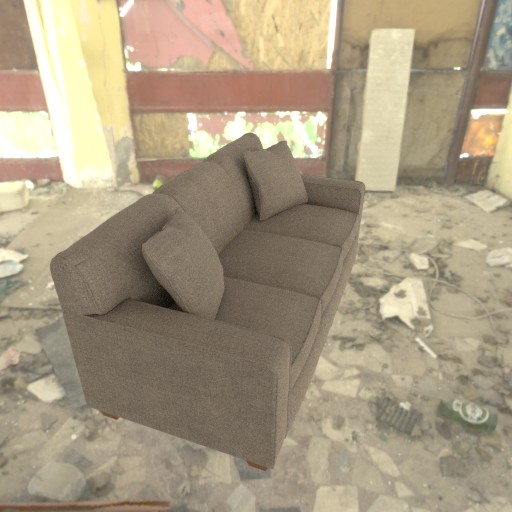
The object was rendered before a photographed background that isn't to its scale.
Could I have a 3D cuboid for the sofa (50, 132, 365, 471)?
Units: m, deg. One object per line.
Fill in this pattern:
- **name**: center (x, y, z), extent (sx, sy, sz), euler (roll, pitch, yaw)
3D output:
- **sofa**: center (0.000, 0.000, 2.584), extent (0.997, 0.958, 2.024), euler (11, 31, 18)
